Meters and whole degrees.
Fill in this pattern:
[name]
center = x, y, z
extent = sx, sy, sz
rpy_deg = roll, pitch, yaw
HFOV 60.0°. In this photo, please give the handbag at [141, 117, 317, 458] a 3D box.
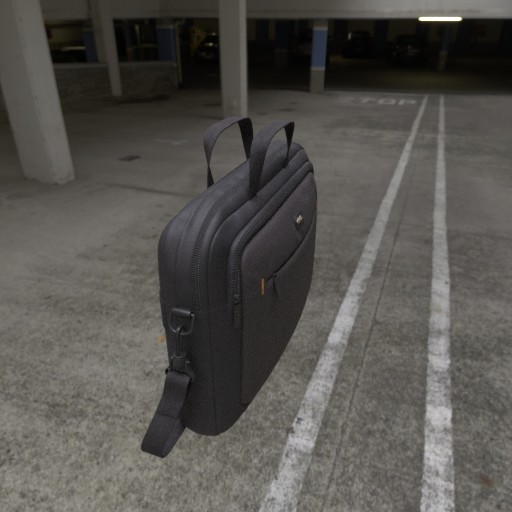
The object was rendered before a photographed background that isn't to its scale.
[handbag]
center = 0.000, 0.000, 0.424
extent = 0.089, 0.244, 0.320
rpy_deg = 10, 30, 18
